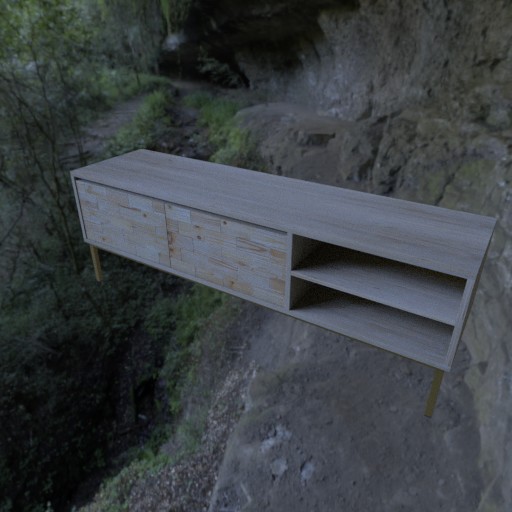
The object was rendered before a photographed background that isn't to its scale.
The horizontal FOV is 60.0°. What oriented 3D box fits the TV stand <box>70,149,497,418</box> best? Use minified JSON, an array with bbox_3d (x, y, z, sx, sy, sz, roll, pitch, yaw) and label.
[{"bbox_3d":[0.000,0.000,1.798,1.600,0.550,0.420,17,33,28],"label":"TV stand"}]
